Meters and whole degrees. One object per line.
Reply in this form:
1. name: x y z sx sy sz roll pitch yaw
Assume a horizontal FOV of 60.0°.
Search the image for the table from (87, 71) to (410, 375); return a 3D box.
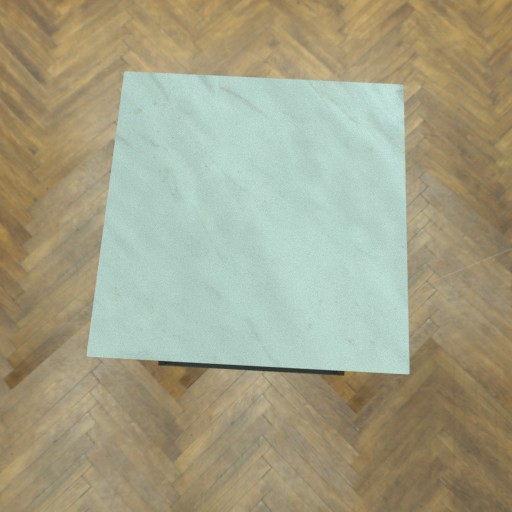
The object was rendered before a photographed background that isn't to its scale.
1. table: 0.000 0.000 0.870 0.455 0.559 0.455 3 78 1
